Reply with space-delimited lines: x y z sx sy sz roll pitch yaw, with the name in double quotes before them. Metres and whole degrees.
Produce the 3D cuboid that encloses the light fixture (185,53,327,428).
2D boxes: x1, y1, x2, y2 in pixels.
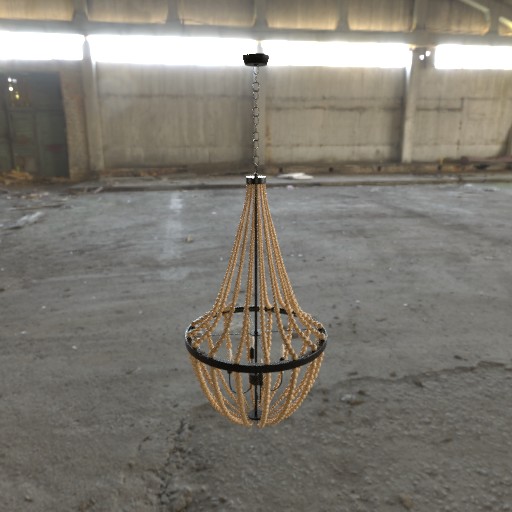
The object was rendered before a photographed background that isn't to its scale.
"light fixture" 0.000 0.000 1.356 0.450 1.133 0.450 0 15 0
